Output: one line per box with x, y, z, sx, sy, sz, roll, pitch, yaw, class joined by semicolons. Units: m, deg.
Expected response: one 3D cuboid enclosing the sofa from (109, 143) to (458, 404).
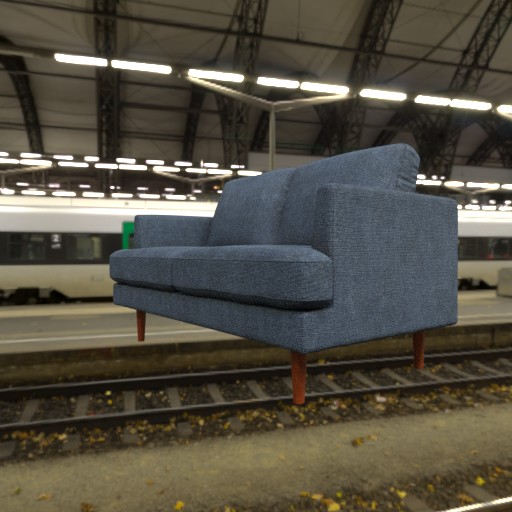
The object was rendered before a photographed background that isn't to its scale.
0.000;0.000;2.130;0.903;0.944;1.582;0;1;-38;sofa
